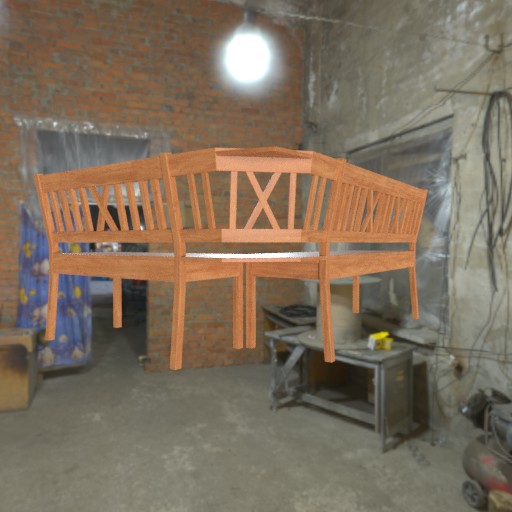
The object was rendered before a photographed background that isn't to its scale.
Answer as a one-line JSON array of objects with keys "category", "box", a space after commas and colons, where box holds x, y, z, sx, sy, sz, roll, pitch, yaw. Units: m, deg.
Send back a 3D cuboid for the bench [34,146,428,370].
[{"category": "bench", "box": [0.000, 0.000, 2.727, 1.537, 0.902, 1.937, 1, 2, 35]}]
